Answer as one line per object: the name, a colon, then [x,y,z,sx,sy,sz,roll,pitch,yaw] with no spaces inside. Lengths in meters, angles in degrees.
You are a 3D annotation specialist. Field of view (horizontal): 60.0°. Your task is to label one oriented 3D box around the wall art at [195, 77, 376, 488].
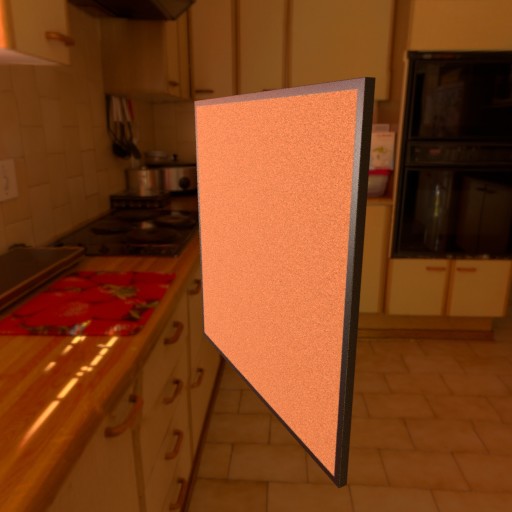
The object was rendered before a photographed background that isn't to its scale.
wall art: [0.000,0.000,0.662,0.012,0.458,0.457,-8,18,-26]
